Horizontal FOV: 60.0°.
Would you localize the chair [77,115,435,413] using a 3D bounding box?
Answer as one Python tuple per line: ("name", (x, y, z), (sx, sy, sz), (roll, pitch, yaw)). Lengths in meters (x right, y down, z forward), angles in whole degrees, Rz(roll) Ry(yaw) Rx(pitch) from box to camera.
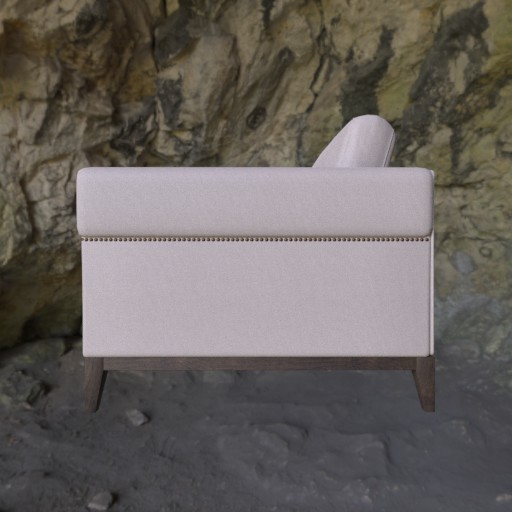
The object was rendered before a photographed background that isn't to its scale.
("chair", (0.000, 0.000, 1.621), (0.959, 0.838, 0.914), (0, 0, 0))
